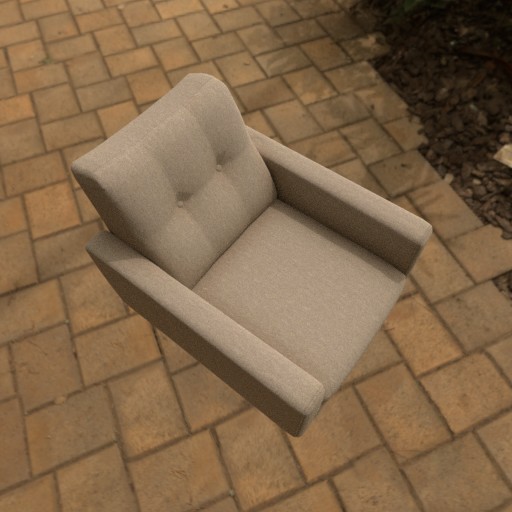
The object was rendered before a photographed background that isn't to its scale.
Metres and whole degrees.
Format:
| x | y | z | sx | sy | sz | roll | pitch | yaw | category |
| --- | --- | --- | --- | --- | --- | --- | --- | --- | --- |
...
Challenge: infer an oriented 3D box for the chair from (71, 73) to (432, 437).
| x | y | z | sx | sy | sz | roll | pitch | yaw | category |
| --- | --- | --- | --- | --- | --- | --- | --- | --- | --- |
| 0.000 | 0.000 | 1.831 | 1.128 | 0.965 | 0.897 | 33 | 64 | 18 | chair |
